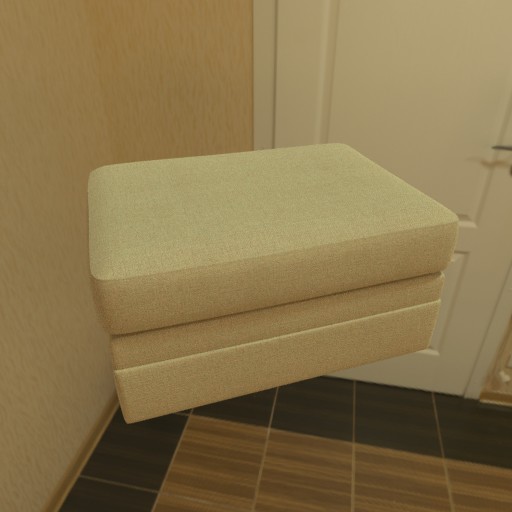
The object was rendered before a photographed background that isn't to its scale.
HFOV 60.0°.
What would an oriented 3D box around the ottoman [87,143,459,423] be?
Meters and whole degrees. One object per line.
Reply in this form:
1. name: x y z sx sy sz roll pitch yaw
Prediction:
1. ottoman: 0.000 0.000 1.288 0.885 0.478 0.637 -10 33 -15
